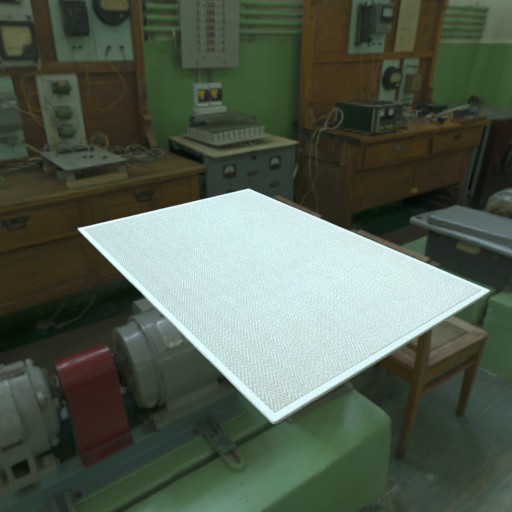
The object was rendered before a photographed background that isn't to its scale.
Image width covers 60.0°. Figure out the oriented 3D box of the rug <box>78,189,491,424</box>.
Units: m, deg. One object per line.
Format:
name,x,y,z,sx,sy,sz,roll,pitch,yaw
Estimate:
rug,0.000,0.000,2.804,1.532,0.017,2.244,-19,32,-33
